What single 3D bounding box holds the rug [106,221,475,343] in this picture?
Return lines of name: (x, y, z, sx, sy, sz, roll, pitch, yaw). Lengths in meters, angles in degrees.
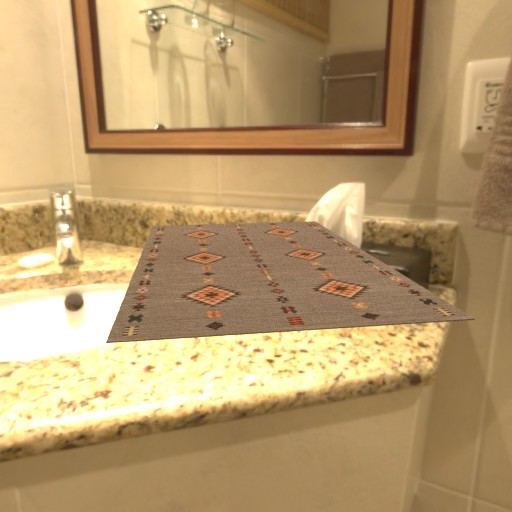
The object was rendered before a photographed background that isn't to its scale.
rug: (0.000, 0.000, 2.938, 1.515, 0.007, 2.427, -2, 15, -8)
